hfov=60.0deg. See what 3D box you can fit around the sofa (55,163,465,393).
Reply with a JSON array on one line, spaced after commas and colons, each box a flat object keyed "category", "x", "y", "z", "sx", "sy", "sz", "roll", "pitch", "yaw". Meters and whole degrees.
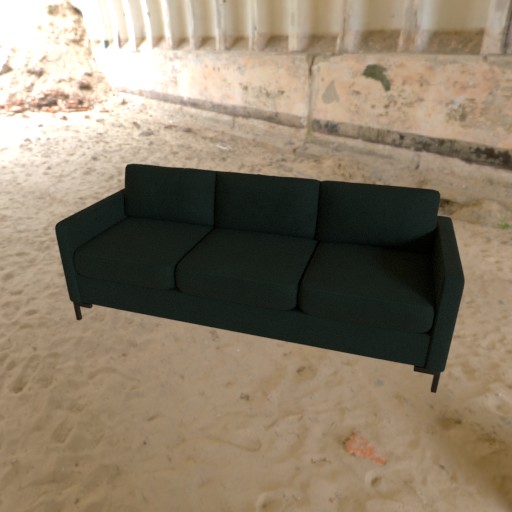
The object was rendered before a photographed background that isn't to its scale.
[{"category": "sofa", "x": 0.000, "y": 0.000, "z": 2.710, "sx": 2.218, "sy": 0.870, "sz": 0.859, "roll": 8, "pitch": 27, "yaw": 16}]
